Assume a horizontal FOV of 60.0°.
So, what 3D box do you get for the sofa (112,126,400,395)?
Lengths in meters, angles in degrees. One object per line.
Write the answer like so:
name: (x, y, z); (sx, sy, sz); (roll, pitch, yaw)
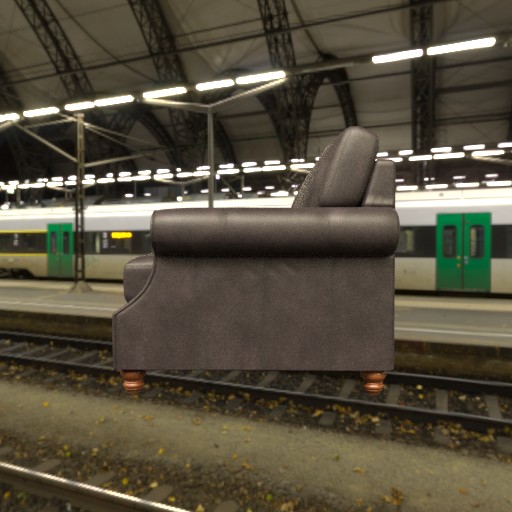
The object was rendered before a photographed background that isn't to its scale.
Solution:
sofa: (0.000, 0.000, 2.334); (1.030, 0.979, 1.663); (0, 1, 1)
